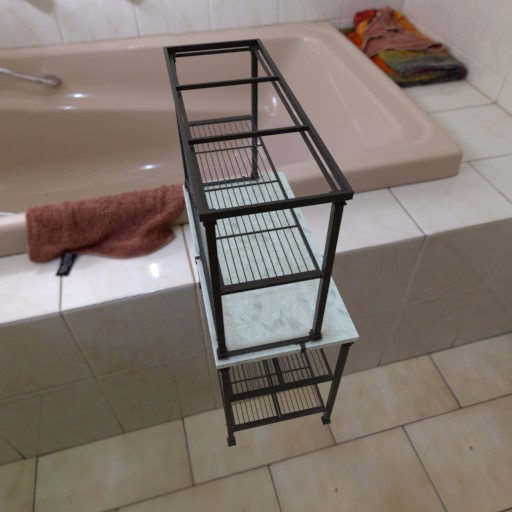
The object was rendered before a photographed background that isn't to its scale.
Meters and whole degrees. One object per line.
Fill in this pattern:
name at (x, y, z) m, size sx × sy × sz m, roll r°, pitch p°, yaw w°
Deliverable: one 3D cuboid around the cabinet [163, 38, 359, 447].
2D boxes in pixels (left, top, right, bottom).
cabinet at (0.000, 0.000, 2.243) m, size 0.610 × 1.659 × 1.210 m, roll -9°, pitch 47°, yaw -9°
